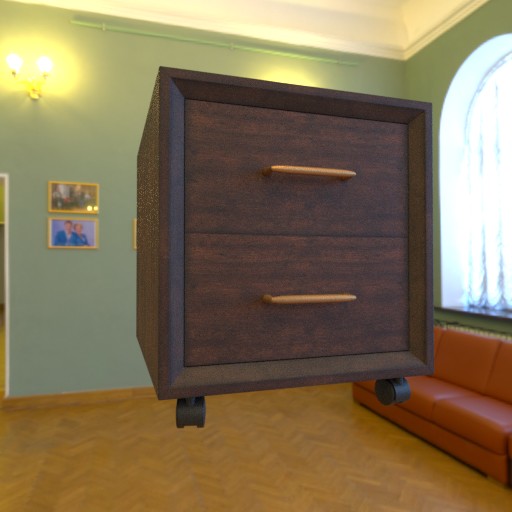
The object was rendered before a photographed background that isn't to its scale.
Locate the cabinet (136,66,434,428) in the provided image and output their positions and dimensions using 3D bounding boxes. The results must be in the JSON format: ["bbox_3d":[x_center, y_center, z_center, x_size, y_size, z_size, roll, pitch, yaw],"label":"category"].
[{"bbox_3d":[0.000,0.000,0.822,0.402,0.455,0.500,0,-1,-18],"label":"cabinet"}]
